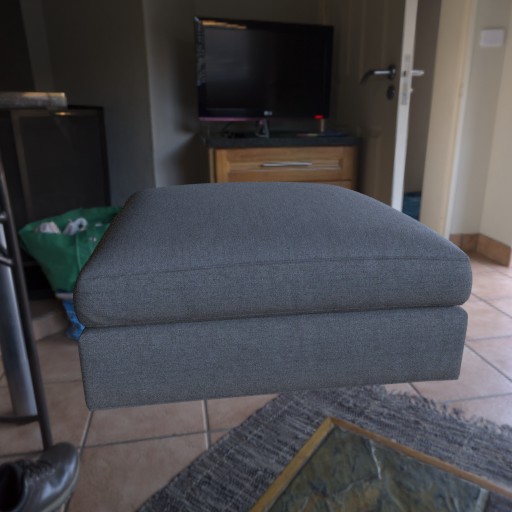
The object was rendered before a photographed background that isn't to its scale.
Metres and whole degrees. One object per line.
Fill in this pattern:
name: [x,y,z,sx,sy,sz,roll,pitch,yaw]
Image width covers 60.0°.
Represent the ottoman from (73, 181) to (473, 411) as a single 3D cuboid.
ottoman: [0.000,0.000,1.599,1.041,0.470,1.041,-2,18,-8]
